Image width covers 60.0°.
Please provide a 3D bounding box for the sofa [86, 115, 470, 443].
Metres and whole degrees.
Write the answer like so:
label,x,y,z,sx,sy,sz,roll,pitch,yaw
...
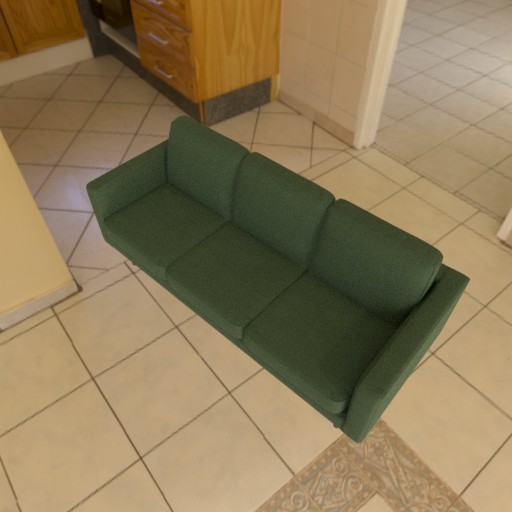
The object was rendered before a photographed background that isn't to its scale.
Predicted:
label,x,y,z,sx,sy,sz,roll,pitch,yaw
sofa,0.000,0.000,2.556,2.029,0.899,0.879,33,56,27
